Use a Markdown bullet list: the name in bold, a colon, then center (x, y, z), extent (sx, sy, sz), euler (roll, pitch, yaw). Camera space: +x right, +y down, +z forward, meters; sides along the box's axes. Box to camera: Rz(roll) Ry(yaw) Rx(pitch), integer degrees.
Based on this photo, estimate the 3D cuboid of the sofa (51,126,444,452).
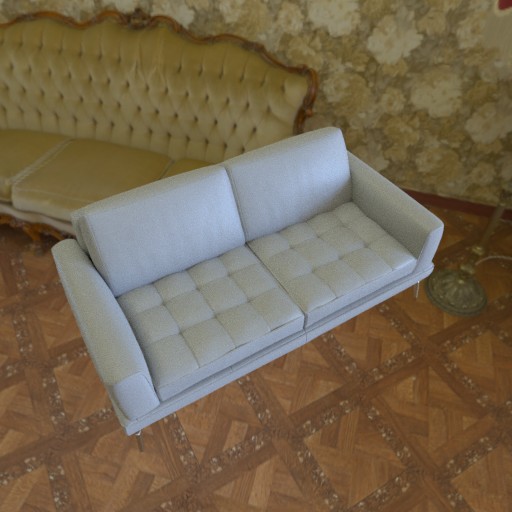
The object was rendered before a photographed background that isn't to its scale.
- **sofa**: center (0.000, 0.000, 2.740), extent (2.177, 0.930, 1.121), euler (-23, 50, -21)
